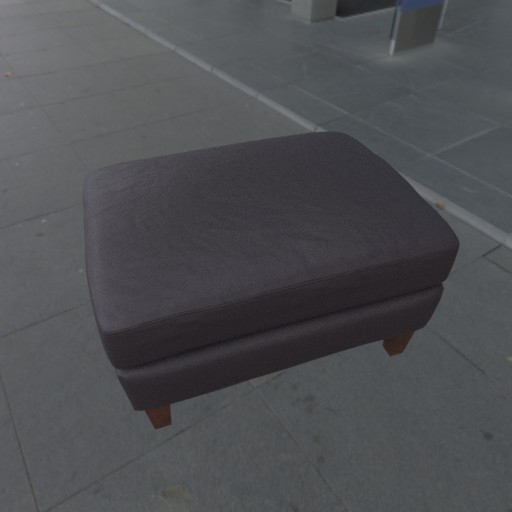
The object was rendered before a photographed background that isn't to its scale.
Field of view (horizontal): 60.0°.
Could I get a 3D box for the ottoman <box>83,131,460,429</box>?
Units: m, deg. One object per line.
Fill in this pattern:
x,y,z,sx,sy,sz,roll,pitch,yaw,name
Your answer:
0.000,0.000,1.297,0.887,0.529,0.659,-13,43,-14,ottoman
